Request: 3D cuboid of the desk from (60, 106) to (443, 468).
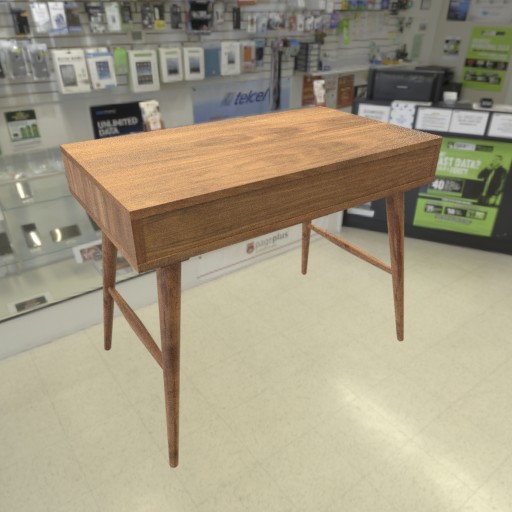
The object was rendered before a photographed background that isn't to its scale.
[{"bbox_3d":[0.000,0.000,1.451,0.949,0.758,0.588,-19,35,-29],"label":"desk"}]
